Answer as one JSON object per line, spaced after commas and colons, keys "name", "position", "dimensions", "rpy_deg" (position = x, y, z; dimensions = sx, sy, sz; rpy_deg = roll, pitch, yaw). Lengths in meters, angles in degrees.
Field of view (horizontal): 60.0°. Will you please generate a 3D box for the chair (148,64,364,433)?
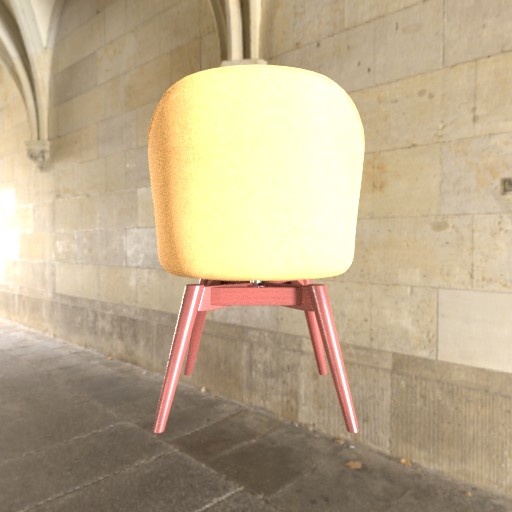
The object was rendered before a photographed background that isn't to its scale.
{"name": "chair", "position": [0.000, 0.000, 1.252], "dimensions": [0.596, 0.823, 0.635], "rpy_deg": [0, 1, 0]}
